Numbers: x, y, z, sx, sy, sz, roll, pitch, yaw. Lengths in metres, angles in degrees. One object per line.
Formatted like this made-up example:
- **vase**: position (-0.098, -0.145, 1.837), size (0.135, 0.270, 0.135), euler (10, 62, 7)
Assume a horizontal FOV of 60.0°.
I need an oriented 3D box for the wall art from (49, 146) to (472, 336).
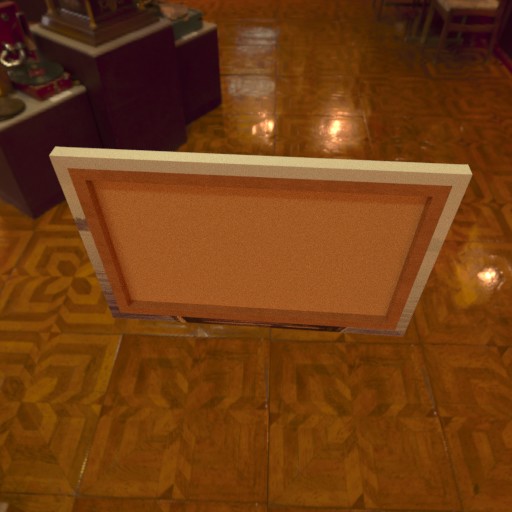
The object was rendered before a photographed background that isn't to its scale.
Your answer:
- **wall art**: position (0.000, 0.000, 1.187), size (0.916, 0.609, 0.037), euler (3, 46, 3)
